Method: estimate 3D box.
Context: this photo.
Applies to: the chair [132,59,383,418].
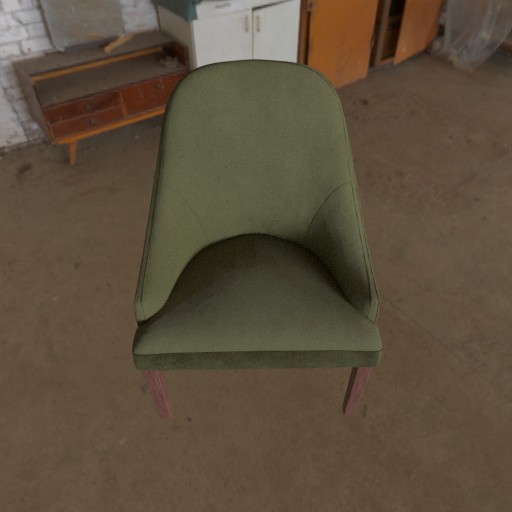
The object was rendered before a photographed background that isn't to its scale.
[{"bbox_3d":[0.000,0.000,1.259,0.643,0.889,0.575,-1,46,-1],"label":"chair"}]
